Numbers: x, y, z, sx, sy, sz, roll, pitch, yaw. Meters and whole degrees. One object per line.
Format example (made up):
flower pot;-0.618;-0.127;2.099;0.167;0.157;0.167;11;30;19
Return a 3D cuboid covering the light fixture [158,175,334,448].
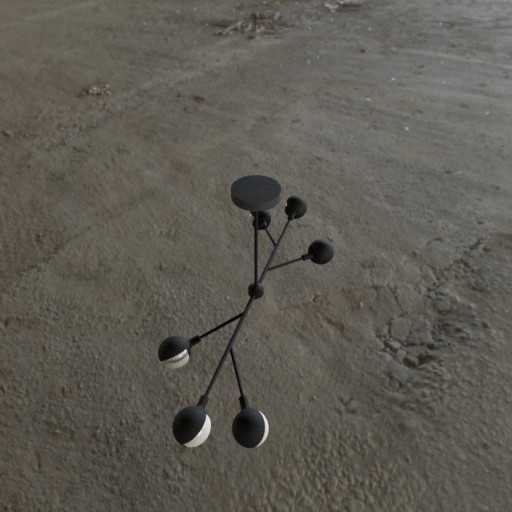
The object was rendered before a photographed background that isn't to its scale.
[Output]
light fixture;0.000;0.000;1.005;0.434;0.362;0.778;25;47;25
